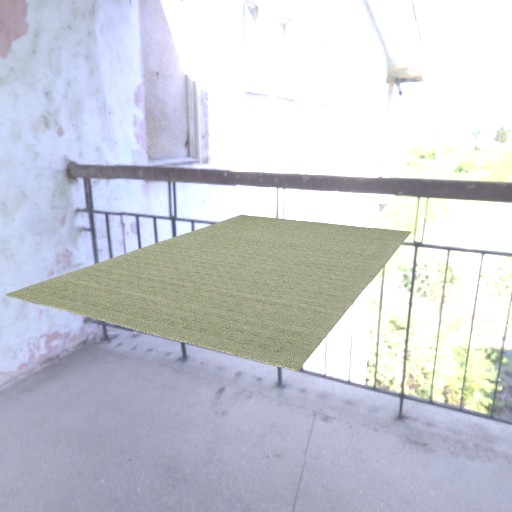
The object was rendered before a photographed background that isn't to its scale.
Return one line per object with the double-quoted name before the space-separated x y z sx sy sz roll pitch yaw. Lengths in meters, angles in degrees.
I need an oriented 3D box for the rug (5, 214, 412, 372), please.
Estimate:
"rug" 0.000 0.000 2.096 1.143 0.006 1.747 8 18 26
